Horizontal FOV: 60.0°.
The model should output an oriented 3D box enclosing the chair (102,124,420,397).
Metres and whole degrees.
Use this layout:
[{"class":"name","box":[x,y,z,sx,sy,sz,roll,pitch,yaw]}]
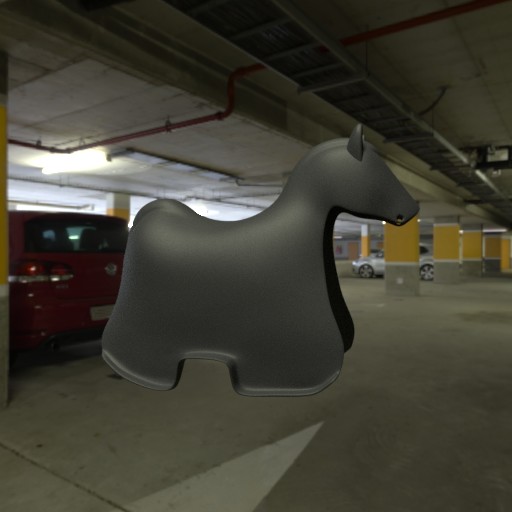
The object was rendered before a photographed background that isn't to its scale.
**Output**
[{"class":"chair","box":[0.000,0.000,1.152,0.800,0.612,0.429,0,0,17]}]
